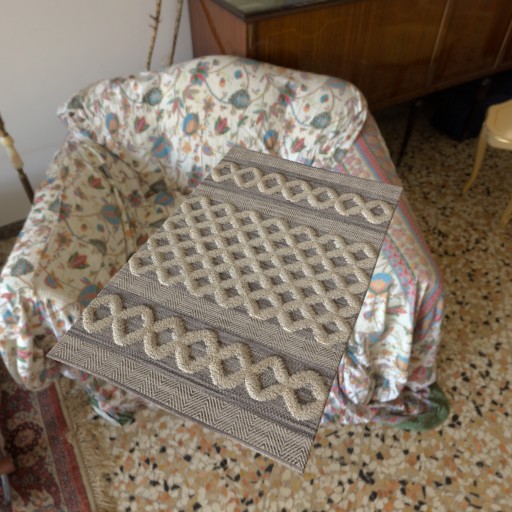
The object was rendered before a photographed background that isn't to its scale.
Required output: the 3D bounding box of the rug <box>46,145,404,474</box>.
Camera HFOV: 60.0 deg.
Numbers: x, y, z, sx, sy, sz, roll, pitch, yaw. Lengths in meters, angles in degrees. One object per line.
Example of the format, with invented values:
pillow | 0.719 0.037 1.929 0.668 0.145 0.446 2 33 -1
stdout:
rug | 0.000 0.000 2.961 1.513 0.033 2.333 18 48 17
